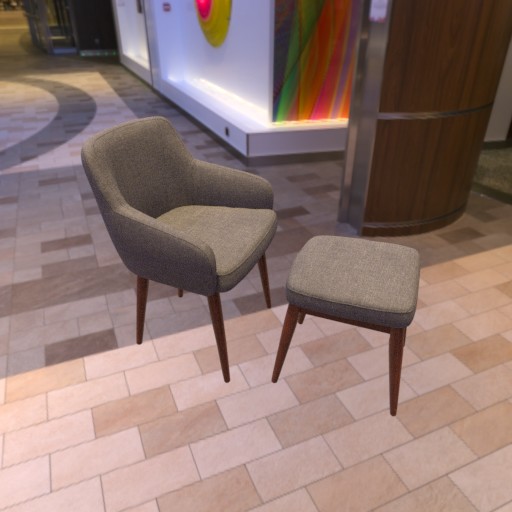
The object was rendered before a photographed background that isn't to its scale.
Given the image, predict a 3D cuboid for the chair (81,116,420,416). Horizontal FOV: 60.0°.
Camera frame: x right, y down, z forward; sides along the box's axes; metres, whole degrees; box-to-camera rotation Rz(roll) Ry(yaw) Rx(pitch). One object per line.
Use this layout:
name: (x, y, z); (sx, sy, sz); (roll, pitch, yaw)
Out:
chair: (0.000, 0.000, 1.554); (1.107, 0.799, 0.584); (11, 32, 17)
